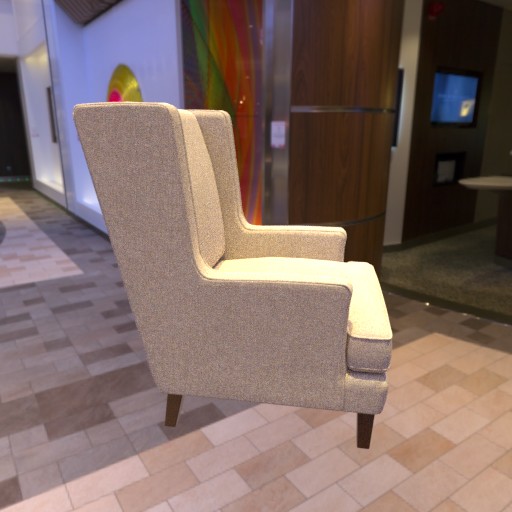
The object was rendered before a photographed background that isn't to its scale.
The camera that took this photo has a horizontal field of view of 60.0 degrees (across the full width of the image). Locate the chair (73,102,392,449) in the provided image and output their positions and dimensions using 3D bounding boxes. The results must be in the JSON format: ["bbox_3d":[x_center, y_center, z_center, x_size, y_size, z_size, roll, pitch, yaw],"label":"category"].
[{"bbox_3d":[0.000,0.000,1.688,0.948,1.082,0.764,3,17,9],"label":"chair"}]
